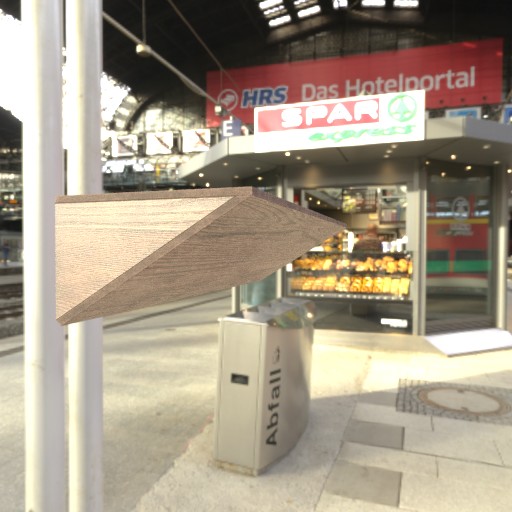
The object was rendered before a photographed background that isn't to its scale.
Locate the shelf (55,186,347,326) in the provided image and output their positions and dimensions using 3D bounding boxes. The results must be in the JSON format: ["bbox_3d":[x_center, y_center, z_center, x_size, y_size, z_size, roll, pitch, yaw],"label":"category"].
[{"bbox_3d":[0.000,0.000,0.682,0.200,0.125,0.610,0,1,19],"label":"shelf"}]
